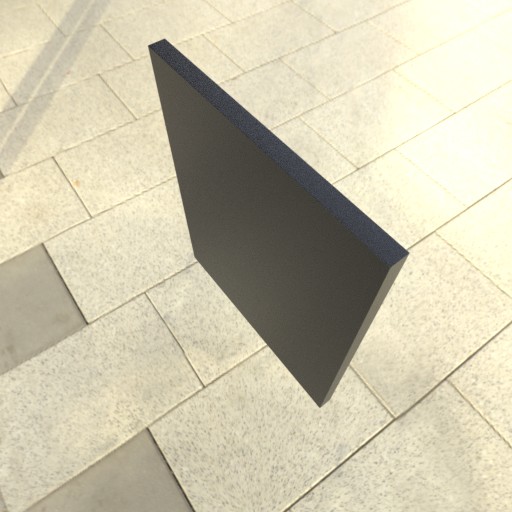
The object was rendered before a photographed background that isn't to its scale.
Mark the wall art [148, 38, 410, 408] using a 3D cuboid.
[{"bbox_3d":[0.000,0.000,0.763,0.028,0.557,0.457,-33,64,-19],"label":"wall art"}]
